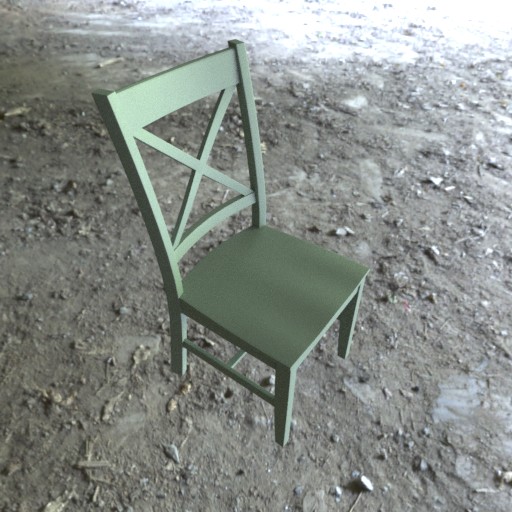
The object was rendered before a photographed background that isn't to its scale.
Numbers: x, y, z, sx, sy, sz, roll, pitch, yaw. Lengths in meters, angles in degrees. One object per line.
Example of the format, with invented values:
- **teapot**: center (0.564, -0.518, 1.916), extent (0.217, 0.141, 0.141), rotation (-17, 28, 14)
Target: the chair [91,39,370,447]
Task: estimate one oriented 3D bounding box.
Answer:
- **chair**: center (0.000, 0.000, 1.280), extent (0.542, 0.983, 0.485), rotation (26, 47, 27)
